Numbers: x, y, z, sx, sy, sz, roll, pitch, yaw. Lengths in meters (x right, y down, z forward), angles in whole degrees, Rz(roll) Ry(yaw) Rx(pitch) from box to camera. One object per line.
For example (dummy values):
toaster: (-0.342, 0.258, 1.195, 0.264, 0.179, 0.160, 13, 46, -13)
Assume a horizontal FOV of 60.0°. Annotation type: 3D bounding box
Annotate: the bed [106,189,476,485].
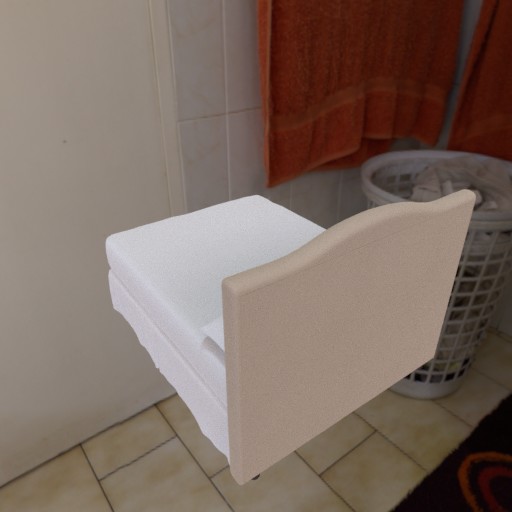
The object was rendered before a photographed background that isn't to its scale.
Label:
bed: (0.000, 0.000, 3.127, 1.678, 1.398, 2.052, -20, 35, -30)
